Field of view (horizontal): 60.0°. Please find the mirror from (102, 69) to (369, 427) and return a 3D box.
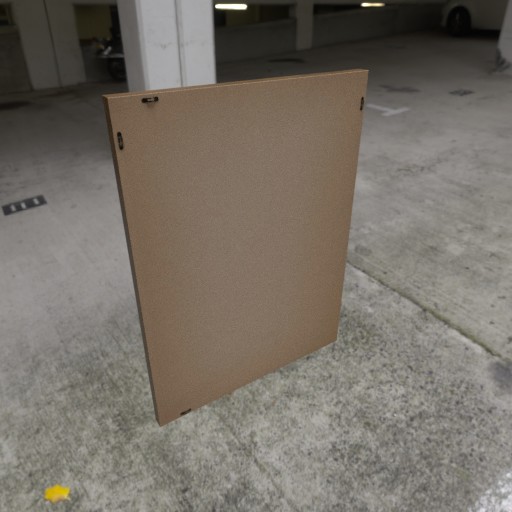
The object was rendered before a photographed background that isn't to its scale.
[{"bbox_3d":[0.000,0.000,1.368,0.762,1.016,0.041,-18,35,-29],"label":"mirror"}]
